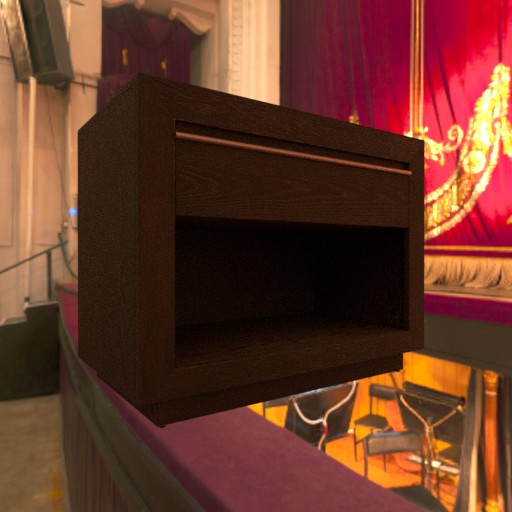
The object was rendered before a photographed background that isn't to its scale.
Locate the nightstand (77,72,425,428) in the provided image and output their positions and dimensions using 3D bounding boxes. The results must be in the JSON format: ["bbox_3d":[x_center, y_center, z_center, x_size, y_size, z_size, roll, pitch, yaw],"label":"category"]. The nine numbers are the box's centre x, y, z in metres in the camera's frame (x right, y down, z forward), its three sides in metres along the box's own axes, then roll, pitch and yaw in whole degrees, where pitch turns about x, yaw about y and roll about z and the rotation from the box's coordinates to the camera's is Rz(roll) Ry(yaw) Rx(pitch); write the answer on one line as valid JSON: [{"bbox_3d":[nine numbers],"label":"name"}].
[{"bbox_3d":[0.000,0.000,1.133,0.775,0.612,0.457,0,0,-35],"label":"nightstand"}]
